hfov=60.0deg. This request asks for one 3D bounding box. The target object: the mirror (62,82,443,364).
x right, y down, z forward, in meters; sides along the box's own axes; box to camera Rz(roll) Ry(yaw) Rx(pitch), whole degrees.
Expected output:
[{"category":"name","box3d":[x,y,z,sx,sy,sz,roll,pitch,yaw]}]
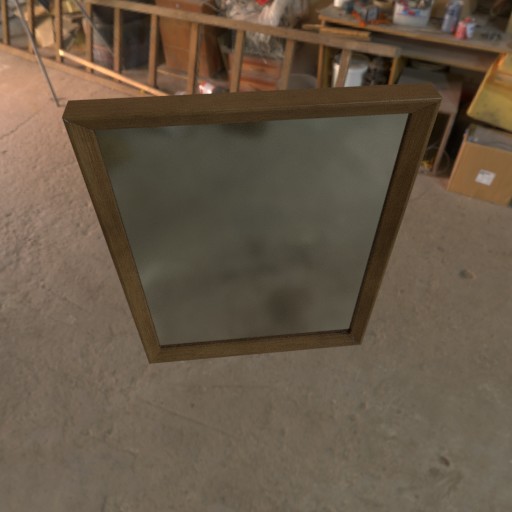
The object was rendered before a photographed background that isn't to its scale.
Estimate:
[{"category":"mirror","box3d":[0.000,0.000,0.670,0.406,0.509,0.041,-4,48,-4]}]
